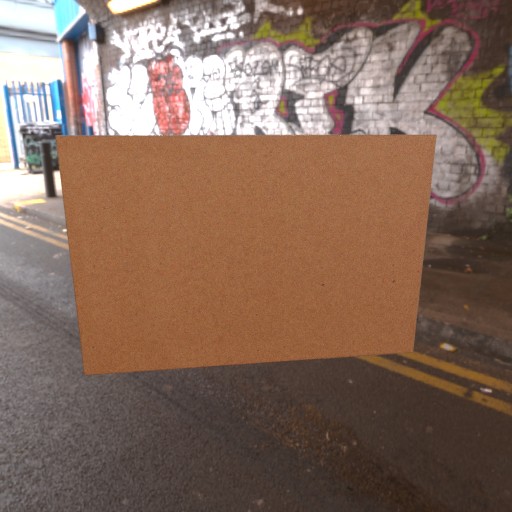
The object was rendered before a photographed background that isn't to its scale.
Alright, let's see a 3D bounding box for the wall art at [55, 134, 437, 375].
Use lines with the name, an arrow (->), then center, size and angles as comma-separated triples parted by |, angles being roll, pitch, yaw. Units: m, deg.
wall art -> 0.000, 0.000, 0.776 | 0.615, 0.410, 0.021 | -2, 16, -8
